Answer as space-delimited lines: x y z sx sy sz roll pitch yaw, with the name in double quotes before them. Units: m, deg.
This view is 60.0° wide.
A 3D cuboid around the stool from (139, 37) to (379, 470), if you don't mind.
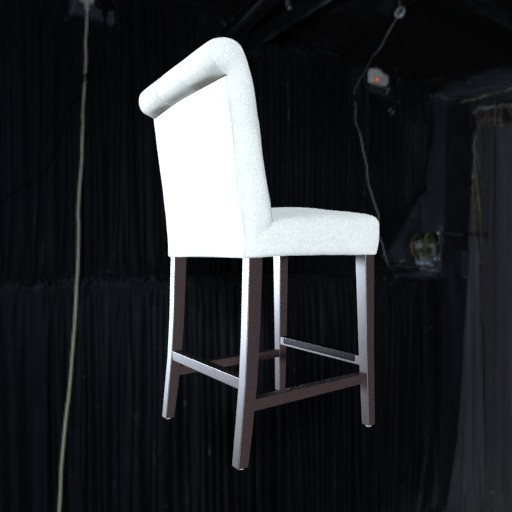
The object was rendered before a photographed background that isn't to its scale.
"stool" 0.000 0.000 1.370 0.601 1.040 0.493 0 0 -36
